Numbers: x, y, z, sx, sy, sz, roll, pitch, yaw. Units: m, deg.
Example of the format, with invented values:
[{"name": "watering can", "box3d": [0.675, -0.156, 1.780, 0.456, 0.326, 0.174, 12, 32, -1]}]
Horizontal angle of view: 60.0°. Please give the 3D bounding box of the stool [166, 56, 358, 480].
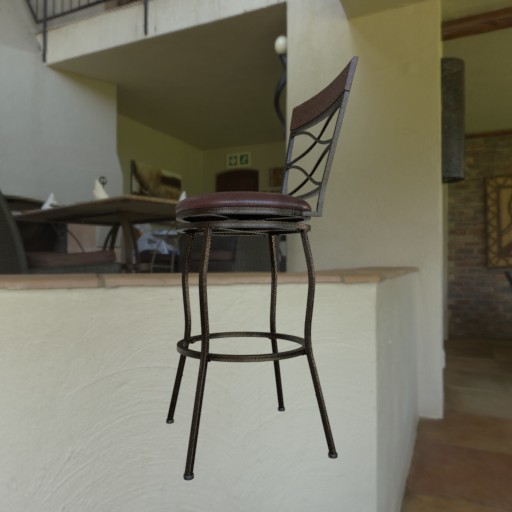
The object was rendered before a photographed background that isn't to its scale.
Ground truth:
[{"name": "stool", "box3d": [0.000, 0.000, 1.394, 0.513, 1.130, 0.448, 0, -1, -18]}]
